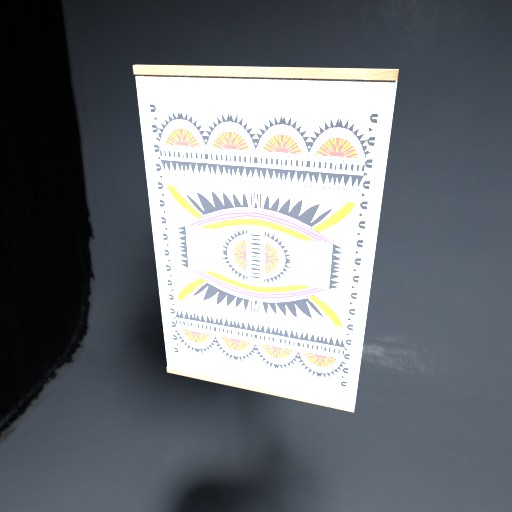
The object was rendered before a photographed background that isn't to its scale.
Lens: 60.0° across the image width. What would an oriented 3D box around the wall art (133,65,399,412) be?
[{"bbox_3d":[0.000,0.000,1.954,0.999,1.533,0.028,8,27,15],"label":"wall art"}]
